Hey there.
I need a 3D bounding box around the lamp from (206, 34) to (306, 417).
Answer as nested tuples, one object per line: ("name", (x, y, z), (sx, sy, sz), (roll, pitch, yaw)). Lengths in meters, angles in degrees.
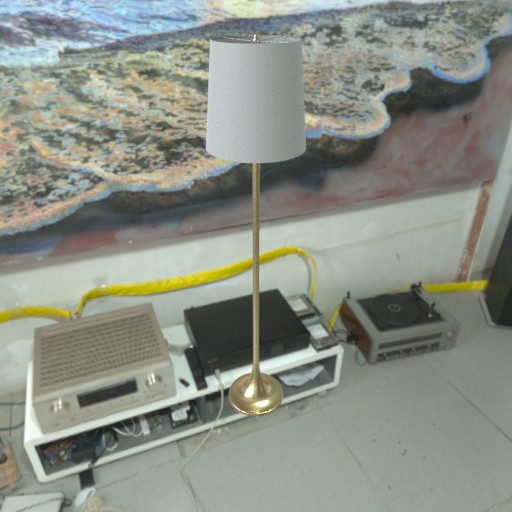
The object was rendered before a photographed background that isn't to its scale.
("lamp", (0.000, 0.000, 1.722), (0.337, 1.543, 0.337), (0, 31, 0))
